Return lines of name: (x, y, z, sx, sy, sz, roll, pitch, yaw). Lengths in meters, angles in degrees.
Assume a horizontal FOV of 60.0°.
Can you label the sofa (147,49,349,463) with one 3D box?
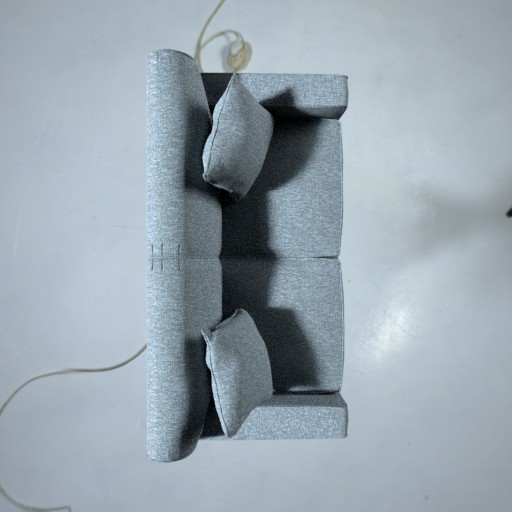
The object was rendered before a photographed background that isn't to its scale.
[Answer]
sofa: (0.000, 0.000, 2.377, 0.998, 0.958, 1.846, 0, 90, -2)
